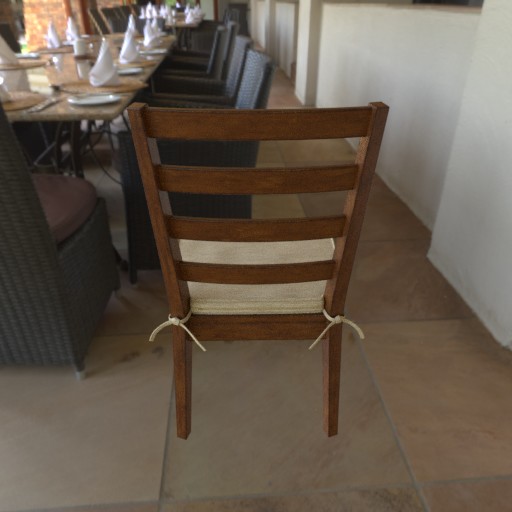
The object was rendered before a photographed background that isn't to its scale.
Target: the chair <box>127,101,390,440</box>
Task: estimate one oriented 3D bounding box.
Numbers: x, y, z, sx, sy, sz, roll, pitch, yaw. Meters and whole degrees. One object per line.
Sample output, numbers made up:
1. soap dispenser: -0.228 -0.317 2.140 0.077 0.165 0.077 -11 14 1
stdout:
1. chair: 0.000 0.000 1.323 0.593 0.979 0.595 -1 30 -1
